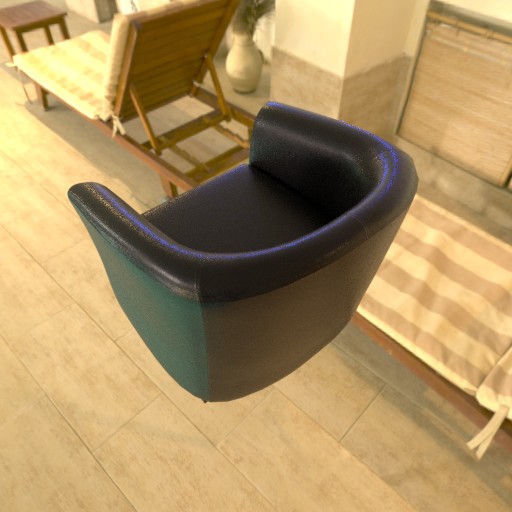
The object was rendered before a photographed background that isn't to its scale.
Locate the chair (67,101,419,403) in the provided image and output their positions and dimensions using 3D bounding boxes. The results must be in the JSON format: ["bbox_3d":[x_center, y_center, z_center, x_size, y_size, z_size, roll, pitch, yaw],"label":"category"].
[{"bbox_3d":[0.000,0.000,1.375,0.793,0.756,0.727,-32,54,-26],"label":"chair"}]
